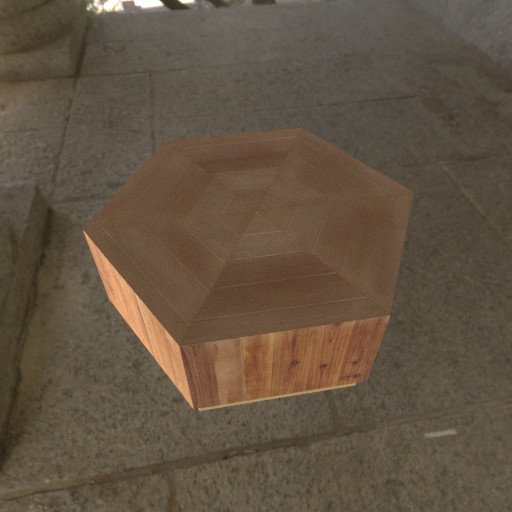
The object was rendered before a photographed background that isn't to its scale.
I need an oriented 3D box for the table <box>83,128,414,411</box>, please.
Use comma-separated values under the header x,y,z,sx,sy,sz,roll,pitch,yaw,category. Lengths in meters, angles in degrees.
x,y,z,sx,sy,sz,roll,pitch,yaw,category
0.000,0.000,1.688,1.000,0.456,1.154,-31,54,-26,table
